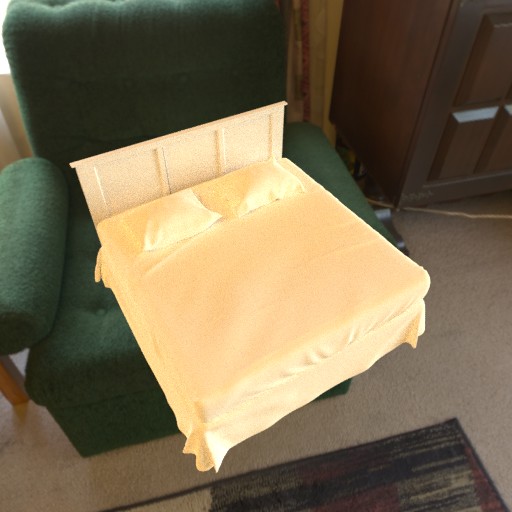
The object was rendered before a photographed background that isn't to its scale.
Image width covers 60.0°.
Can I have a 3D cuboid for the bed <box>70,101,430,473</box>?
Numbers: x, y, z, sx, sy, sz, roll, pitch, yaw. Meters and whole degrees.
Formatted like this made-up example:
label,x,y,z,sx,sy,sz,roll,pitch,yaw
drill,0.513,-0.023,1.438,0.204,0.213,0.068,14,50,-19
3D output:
label,x,y,z,sx,sy,sz,roll,pitch,yaw
bed,0.000,0.000,3.599,2.317,1.273,2.215,-24,50,-22
